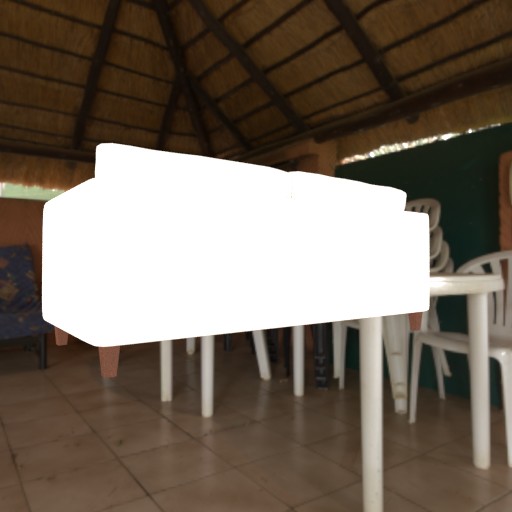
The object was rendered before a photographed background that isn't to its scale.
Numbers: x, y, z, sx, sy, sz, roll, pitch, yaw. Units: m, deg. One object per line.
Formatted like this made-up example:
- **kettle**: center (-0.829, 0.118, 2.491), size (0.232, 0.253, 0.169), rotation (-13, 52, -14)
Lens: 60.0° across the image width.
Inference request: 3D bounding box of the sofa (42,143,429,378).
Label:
- **sofa**: center (0.000, 0.000, 2.578), size (2.139, 0.933, 0.924), rotation (1, -1, -36)
